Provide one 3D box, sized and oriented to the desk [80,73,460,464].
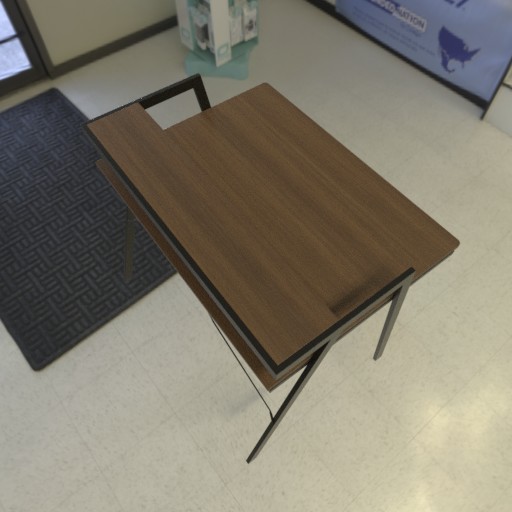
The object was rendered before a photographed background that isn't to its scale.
[{"bbox_3d":[0.000,0.000,1.880,0.936,0.998,1.143,-32,62,-19],"label":"desk"}]
